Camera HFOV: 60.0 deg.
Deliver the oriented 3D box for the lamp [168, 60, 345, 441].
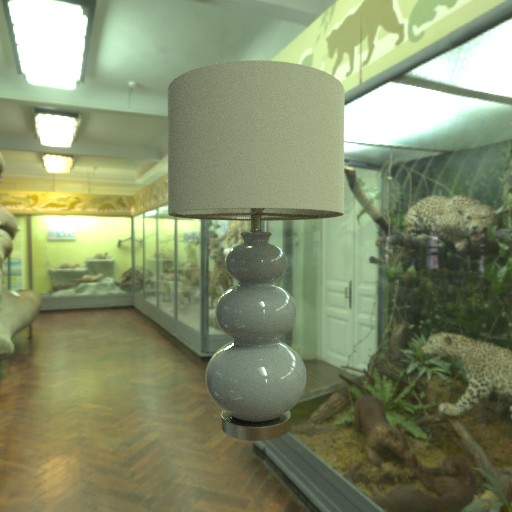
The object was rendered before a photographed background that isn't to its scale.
[{"bbox_3d":[0.000,0.000,0.945,0.367,0.730,0.367,1,2,36],"label":"lamp"}]
